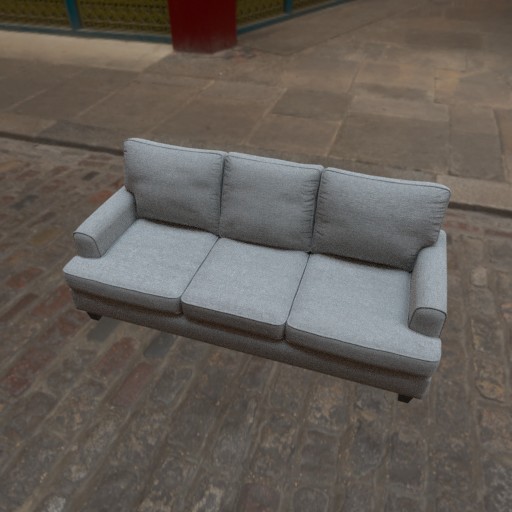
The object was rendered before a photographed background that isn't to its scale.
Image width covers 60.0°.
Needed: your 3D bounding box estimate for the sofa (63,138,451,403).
[{"bbox_3d":[0.000,0.000,2.682,2.158,0.965,0.951,12,41,14],"label":"sofa"}]
